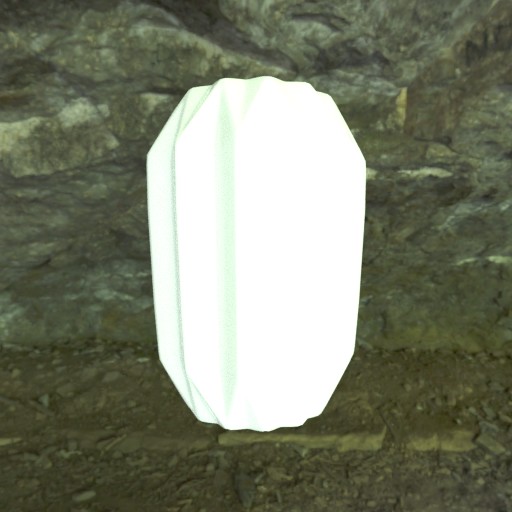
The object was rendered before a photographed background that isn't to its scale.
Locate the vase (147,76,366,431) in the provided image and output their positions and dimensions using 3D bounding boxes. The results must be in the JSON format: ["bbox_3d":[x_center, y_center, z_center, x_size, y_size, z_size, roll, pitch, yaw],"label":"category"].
[{"bbox_3d":[0.000,0.000,0.402,0.195,0.275,0.195,0,1,0],"label":"vase"}]
